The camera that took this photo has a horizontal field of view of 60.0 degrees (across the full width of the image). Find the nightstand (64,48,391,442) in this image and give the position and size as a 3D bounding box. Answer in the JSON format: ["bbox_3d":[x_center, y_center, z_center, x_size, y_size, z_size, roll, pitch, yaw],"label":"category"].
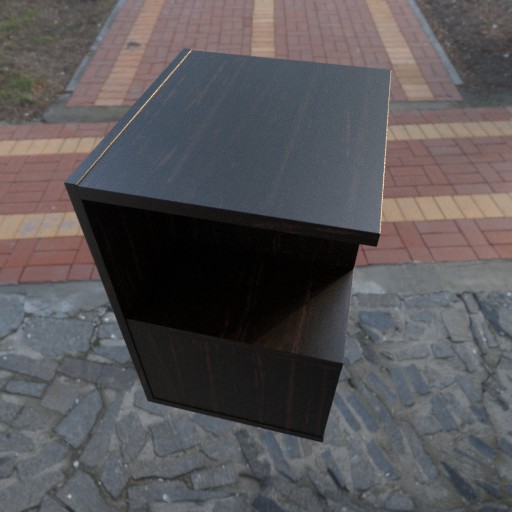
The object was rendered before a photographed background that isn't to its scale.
[{"bbox_3d":[0.000,0.000,0.813,0.356,0.559,0.400,10,47,9],"label":"nightstand"}]
